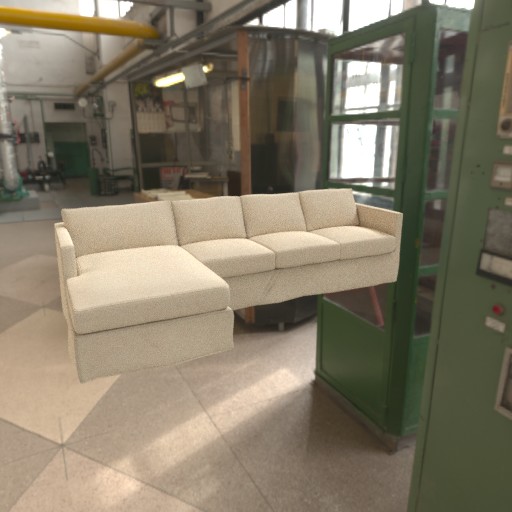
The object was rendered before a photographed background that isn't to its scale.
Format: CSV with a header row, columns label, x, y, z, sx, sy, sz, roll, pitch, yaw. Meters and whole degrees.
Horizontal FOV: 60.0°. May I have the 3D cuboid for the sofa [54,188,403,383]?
label,x,y,z,sx,sy,sz,roll,pitch,yaw
sofa,0.000,0.000,3.911,3.205,0.922,1.650,-7,17,-25
